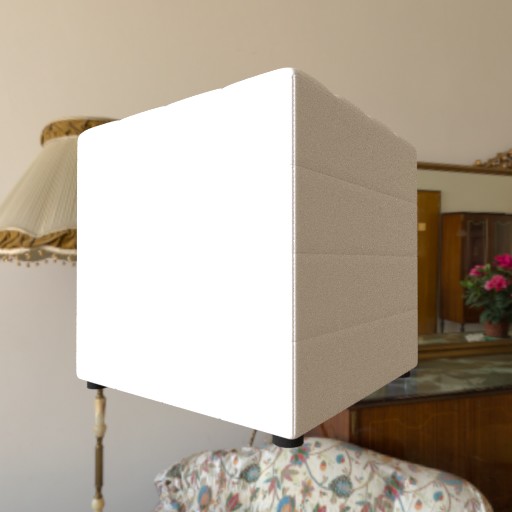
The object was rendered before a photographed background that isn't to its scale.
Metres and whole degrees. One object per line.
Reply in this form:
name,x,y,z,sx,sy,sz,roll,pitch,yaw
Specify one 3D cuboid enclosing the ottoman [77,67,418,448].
ottoman,0.000,0.000,0.770,0.425,0.432,0.425,-1,-1,37
